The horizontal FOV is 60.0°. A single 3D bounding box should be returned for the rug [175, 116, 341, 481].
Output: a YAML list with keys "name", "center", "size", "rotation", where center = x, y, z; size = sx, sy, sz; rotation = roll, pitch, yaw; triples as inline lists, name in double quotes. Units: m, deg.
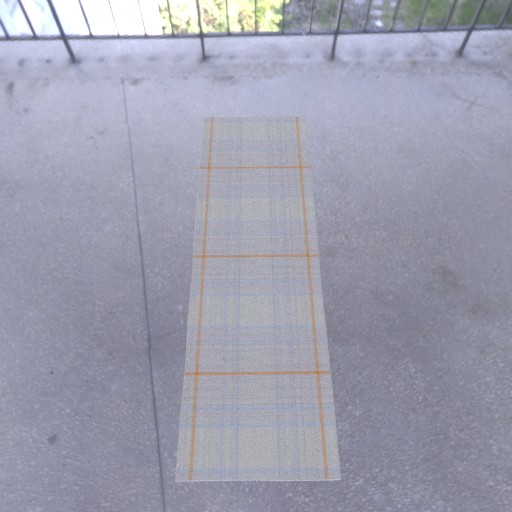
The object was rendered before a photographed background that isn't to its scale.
- name: "rug"
  center: [0.000, 0.000, 2.688]
  size: [0.770, 0.016, 2.442]
  rotation: [0, 59, 0]
